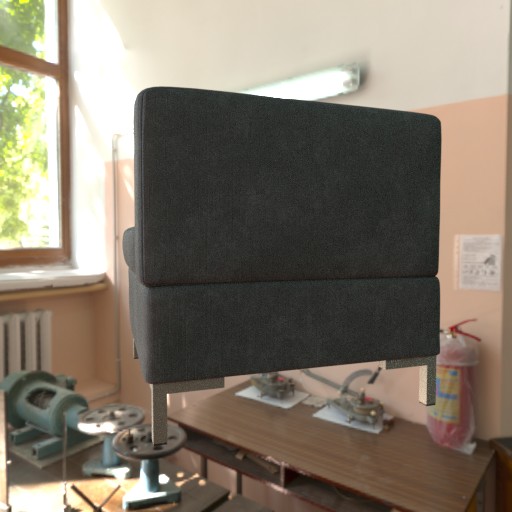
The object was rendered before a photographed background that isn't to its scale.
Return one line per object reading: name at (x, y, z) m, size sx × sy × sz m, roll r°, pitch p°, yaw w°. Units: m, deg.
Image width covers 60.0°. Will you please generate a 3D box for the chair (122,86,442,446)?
chair at (0.000, 0.000, 1.191) m, size 0.680 × 0.660 × 0.680 m, roll -1°, pitch 3°, yaw -19°
